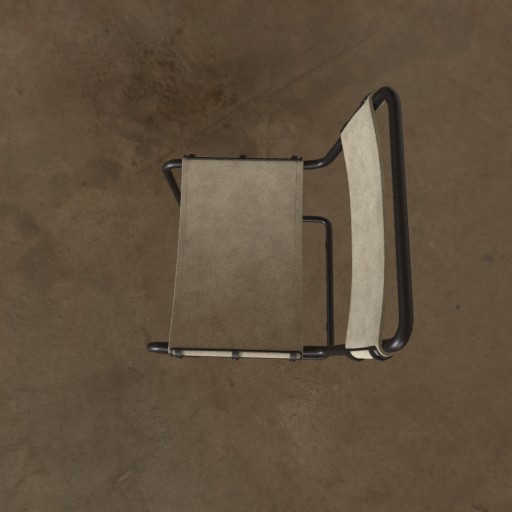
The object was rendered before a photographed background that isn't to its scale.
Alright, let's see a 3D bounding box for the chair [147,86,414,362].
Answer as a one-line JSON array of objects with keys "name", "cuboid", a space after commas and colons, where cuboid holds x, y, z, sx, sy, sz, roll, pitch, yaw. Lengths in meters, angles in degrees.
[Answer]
[{"name": "chair", "cuboid": [0.000, 0.000, 1.081, 0.497, 0.747, 0.499, 2, 76, 0]}]
